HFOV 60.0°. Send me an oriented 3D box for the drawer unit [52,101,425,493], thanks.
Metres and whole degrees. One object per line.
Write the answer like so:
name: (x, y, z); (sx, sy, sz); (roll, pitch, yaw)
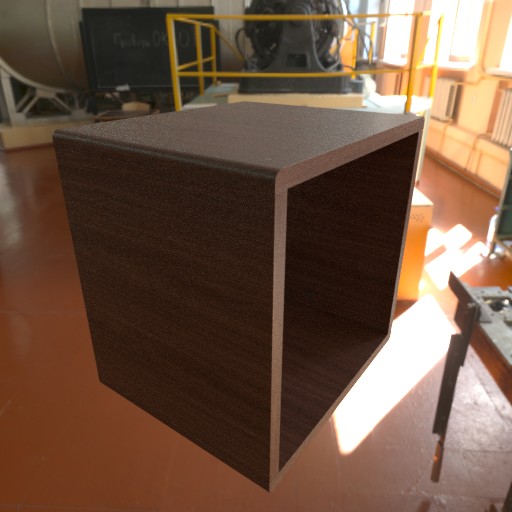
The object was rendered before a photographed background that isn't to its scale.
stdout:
drawer unit: (0.000, 0.000, 0.600); (0.290, 0.351, 0.349); (17, 30, 32)
